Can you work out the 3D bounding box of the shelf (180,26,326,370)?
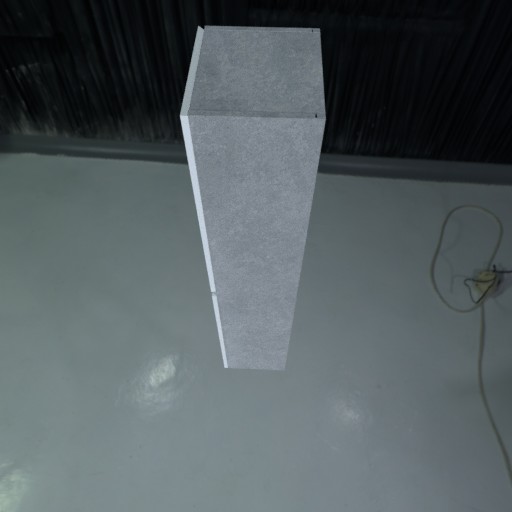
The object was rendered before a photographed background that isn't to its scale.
[{"bbox_3d":[0.000,0.000,1.488,0.270,1.400,0.300,2,57,1],"label":"shelf"}]
